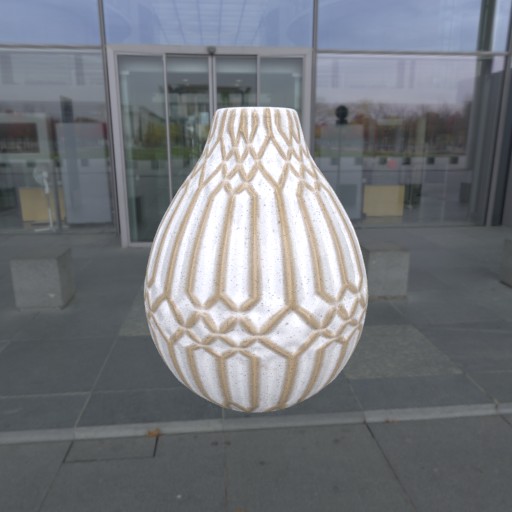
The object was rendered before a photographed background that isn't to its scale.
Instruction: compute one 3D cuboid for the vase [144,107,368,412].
[{"bbox_3d":[0.000,0.000,0.318,0.159,0.200,0.159,0,14,0],"label":"vase"}]
